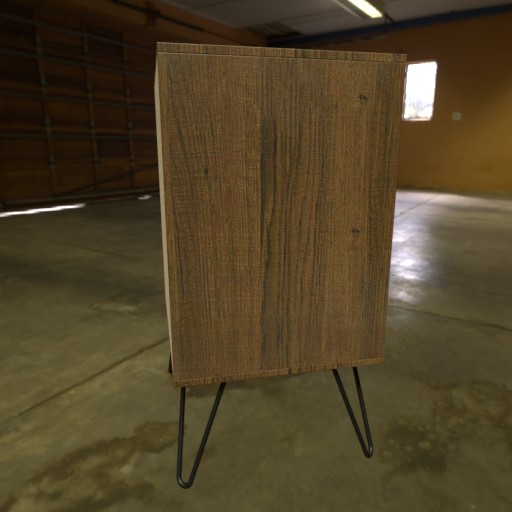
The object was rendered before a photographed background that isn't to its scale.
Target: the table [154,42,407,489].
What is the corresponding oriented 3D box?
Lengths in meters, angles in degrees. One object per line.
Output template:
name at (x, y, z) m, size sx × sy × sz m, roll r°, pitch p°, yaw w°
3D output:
table at (0.000, 0.000, 1.116) m, size 0.457 × 0.866 × 0.526 m, roll -3°, pitch 15°, yaw -13°
